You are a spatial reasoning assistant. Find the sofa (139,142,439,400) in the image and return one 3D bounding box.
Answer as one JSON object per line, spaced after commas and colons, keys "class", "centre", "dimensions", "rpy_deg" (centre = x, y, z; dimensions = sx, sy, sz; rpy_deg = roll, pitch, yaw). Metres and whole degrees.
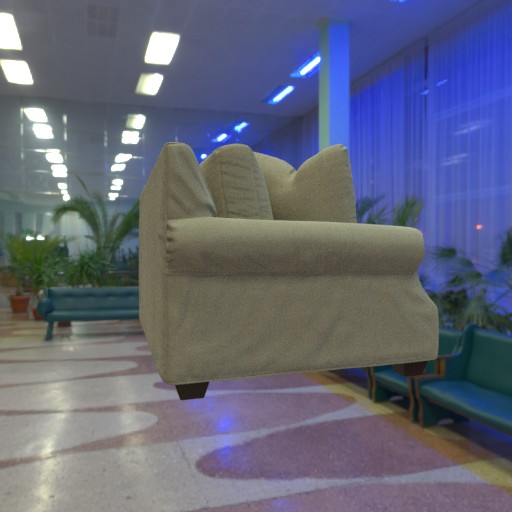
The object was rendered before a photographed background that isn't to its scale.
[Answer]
{"class": "sofa", "centre": [0.000, 0.000, 2.211], "dimensions": [1.070, 0.905, 1.550], "rpy_deg": [0, 1, -18]}
